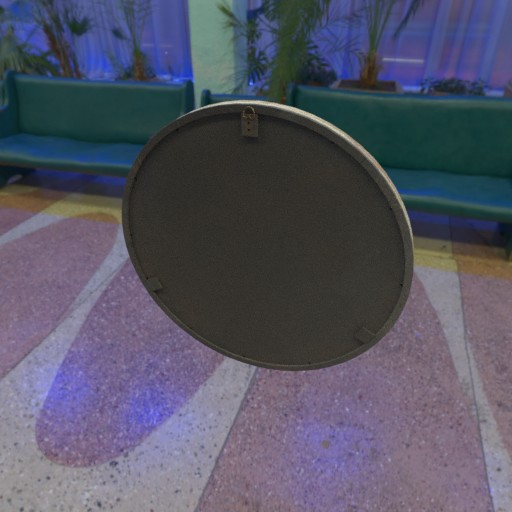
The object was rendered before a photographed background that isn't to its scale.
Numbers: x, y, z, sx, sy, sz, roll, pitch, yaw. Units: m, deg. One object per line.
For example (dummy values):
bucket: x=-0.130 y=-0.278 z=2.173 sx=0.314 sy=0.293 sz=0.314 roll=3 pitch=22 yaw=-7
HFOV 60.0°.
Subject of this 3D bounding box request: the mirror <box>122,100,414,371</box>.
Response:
mirror: x=0.000 y=0.000 z=1.058 sx=0.710 sy=0.710 sz=0.038 roll=10 pitch=34 yaw=16
